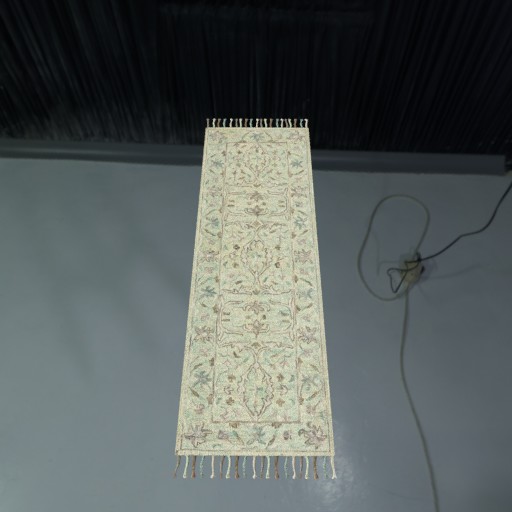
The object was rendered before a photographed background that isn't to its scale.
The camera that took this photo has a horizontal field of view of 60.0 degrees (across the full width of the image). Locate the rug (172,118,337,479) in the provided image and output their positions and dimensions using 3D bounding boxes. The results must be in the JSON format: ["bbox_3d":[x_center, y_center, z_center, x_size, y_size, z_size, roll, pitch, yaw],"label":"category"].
[{"bbox_3d":[0.000,0.000,2.707,0.769,0.013,2.440,0,58,0],"label":"rug"}]
